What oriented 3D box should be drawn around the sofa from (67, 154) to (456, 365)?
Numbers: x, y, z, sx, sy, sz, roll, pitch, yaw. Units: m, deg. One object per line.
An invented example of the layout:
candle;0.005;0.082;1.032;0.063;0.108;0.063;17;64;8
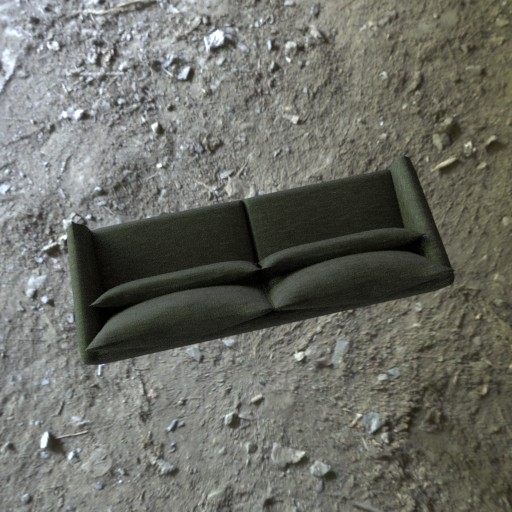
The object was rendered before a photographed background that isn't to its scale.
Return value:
sofa;0.000;0.000;2.458;2.019;0.843;0.807;-12;76;-3
